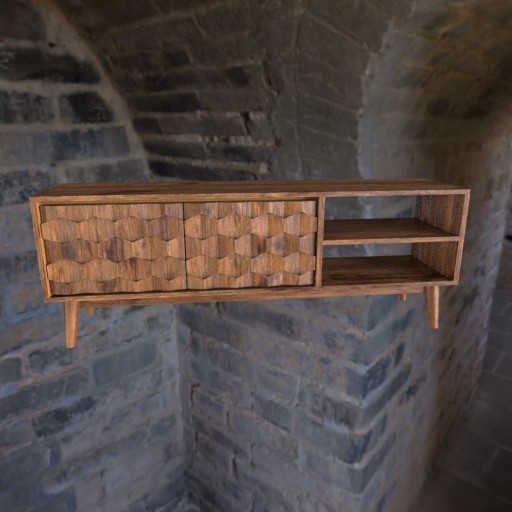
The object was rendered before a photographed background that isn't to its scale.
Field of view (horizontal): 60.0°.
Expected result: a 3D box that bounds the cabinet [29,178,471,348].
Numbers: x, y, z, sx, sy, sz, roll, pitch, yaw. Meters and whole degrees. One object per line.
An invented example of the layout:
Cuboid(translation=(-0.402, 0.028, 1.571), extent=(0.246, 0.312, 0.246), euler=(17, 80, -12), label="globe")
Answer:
Cuboid(translation=(0.000, 0.000, 1.685), extent=(1.448, 0.528, 0.349), euler=(-2, 16, -6), label="cabinet")
